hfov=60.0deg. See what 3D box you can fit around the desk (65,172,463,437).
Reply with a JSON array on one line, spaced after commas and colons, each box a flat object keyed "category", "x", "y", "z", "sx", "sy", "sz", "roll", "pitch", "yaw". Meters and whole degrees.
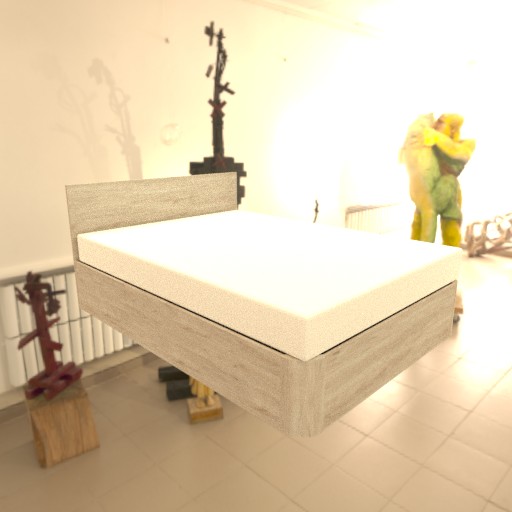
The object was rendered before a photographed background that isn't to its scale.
[{"category": "desk", "x": 0.000, "y": 0.000, "z": 2.635, "sx": 1.400, "sy": 0.800, "sz": 1.900, "roll": -15, "pitch": 21, "yaw": -43}]
